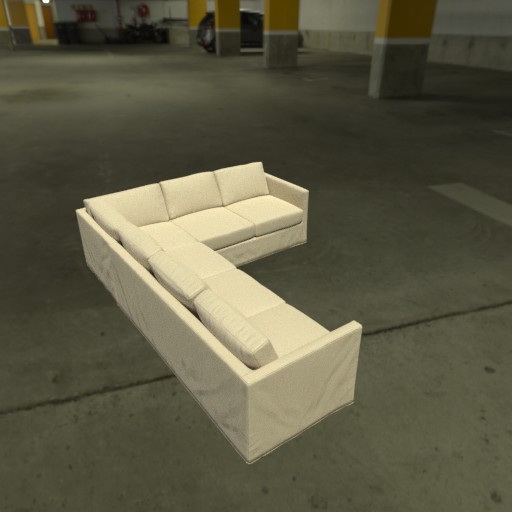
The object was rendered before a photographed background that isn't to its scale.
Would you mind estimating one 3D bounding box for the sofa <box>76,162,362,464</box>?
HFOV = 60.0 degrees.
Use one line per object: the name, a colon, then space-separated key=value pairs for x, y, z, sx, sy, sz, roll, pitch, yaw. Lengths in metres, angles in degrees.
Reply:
sofa: x=0.000 y=0.000 z=4.284 sx=2.432 sy=0.871 sz=3.182 roll=-19 pitch=33 yaw=-32
